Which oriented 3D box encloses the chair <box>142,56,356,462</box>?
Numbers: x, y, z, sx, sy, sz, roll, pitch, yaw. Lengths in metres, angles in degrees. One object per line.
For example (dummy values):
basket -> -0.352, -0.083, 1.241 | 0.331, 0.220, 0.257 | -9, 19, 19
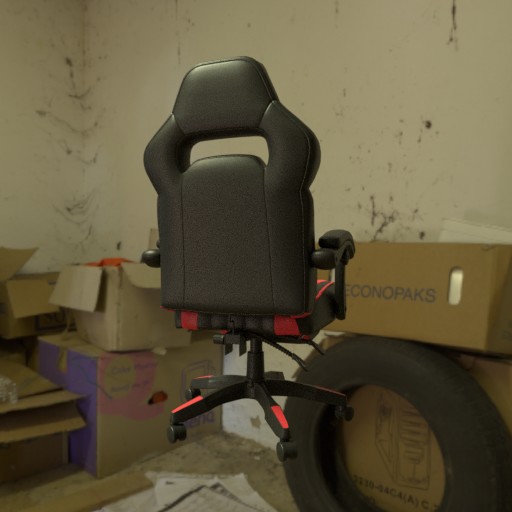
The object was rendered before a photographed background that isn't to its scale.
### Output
chair -> 0.000, 0.000, 1.666 | 0.700, 1.220, 0.700 | 0, 0, 20
